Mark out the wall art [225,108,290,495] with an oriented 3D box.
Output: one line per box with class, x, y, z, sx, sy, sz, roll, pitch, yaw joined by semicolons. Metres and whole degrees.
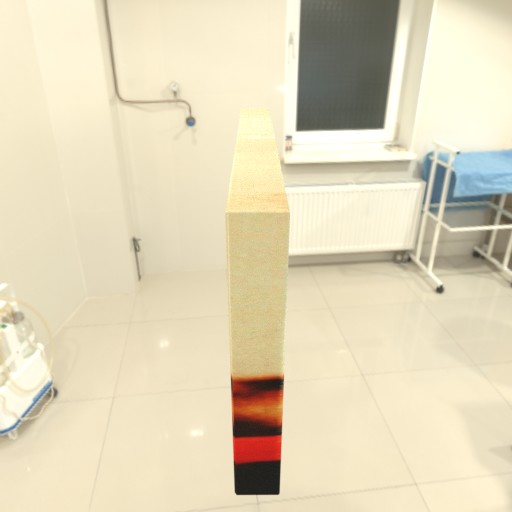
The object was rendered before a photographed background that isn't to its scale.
wall art;0.000;0.000;0.481;0.037;0.251;0.383;0;27;0
